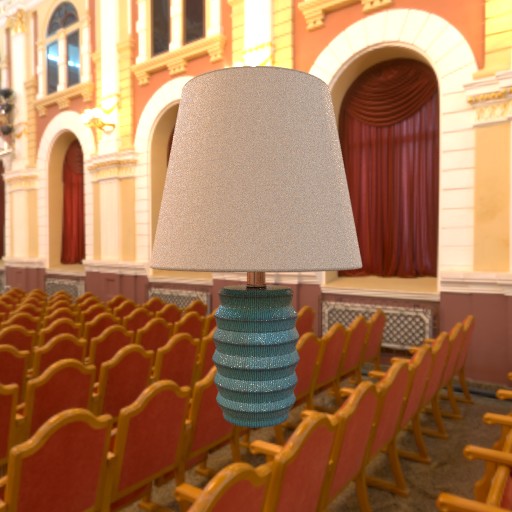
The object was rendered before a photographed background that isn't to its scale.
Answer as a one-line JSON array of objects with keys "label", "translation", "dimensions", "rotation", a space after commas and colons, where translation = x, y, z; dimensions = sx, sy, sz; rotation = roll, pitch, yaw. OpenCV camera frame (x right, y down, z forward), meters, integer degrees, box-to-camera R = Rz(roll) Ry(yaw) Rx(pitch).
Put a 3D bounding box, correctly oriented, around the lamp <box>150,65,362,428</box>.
[{"label": "lamp", "translation": [0.000, 0.000, 0.545], "dimensions": [0.254, 0.392, 0.254], "rotation": [0, 1, 0]}]
